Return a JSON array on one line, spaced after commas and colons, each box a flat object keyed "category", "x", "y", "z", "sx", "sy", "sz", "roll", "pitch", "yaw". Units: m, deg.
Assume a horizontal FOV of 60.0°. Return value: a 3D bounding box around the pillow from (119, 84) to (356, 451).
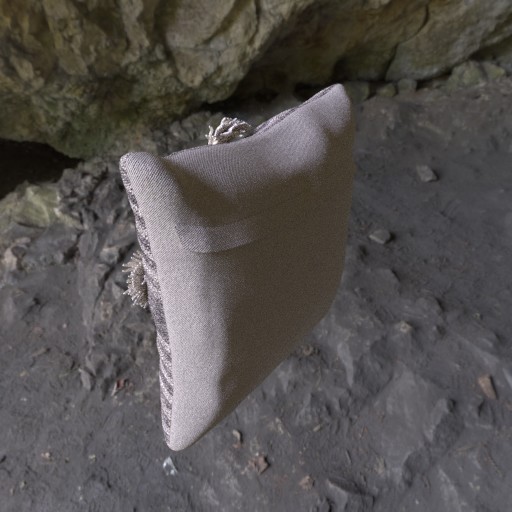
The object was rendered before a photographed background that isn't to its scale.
[{"category": "pillow", "x": 0.000, "y": 0.000, "z": 0.753, "sx": 0.234, "sy": 0.490, "sz": 0.484, "roll": 21, "pitch": 37, "yaw": 31}]
